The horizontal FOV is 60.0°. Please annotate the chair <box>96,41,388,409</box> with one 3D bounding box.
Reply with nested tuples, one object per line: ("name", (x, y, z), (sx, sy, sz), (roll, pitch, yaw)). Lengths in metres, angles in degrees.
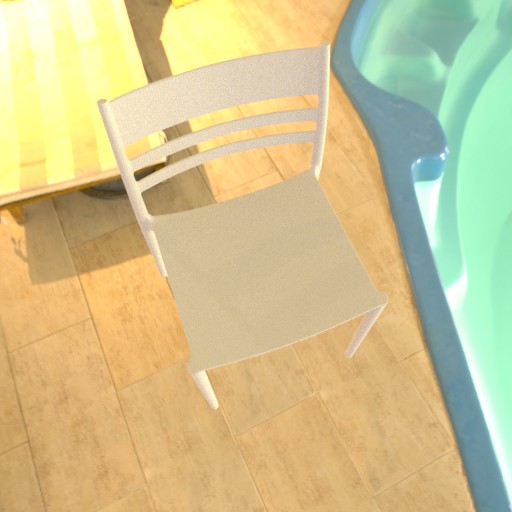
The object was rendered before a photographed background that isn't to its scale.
("chair", (0.000, 0.000, 1.118), (0.531, 0.800, 0.511), (-18, 65, -9))
